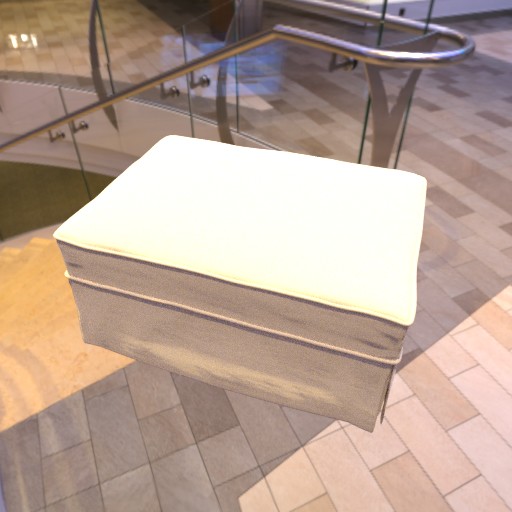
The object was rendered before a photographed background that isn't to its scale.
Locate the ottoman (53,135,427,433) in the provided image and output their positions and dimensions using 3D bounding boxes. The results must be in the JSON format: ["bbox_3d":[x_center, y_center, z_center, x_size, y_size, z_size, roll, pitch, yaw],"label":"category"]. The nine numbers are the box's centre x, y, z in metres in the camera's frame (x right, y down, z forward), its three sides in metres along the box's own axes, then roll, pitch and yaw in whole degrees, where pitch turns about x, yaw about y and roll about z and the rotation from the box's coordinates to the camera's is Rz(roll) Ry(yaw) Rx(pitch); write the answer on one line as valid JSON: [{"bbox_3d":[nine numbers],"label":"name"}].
[{"bbox_3d":[0.000,0.000,1.371,0.944,0.479,0.703,13,42,15],"label":"ottoman"}]
